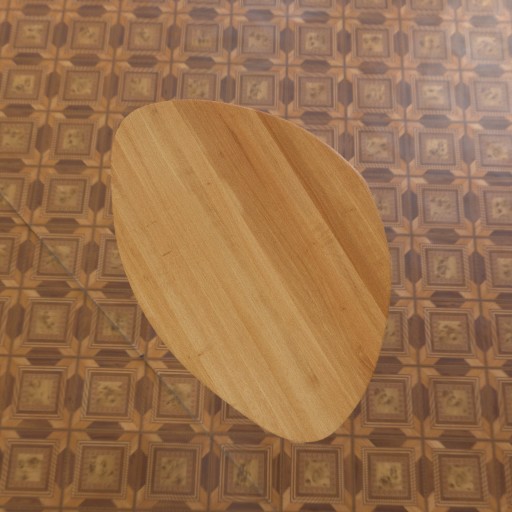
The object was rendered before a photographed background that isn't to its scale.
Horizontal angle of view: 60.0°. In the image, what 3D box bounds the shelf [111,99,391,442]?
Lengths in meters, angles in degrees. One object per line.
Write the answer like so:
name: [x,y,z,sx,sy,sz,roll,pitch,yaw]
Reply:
shelf: [0.000,0.000,1.655,0.845,0.440,1.246,-30,78,-7]
